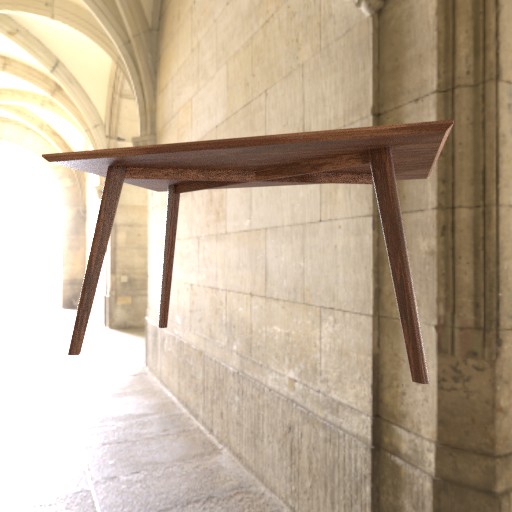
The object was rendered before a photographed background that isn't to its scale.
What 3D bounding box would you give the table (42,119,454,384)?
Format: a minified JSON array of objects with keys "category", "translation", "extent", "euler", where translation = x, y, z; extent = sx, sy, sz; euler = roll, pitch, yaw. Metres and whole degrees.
[{"category":"table","translation":[0.000,0.000,1.758],"extent":[1.349,0.724,0.801],"euler":[0,0,17]}]
